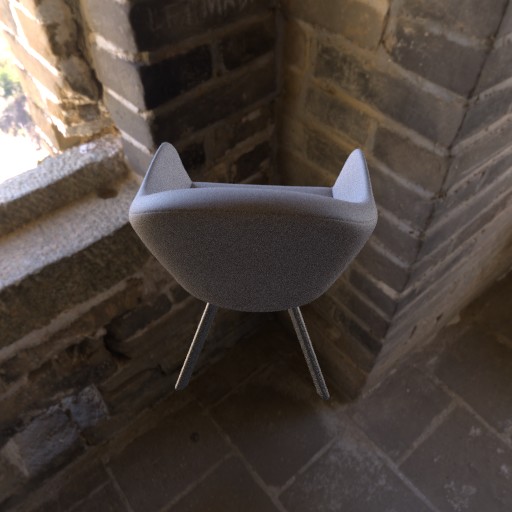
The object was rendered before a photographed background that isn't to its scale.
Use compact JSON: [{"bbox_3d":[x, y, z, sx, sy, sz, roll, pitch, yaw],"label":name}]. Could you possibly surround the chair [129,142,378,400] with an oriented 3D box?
[{"bbox_3d":[0.000,0.000,1.178,0.540,0.780,0.570,3,46,3],"label":"chair"}]
